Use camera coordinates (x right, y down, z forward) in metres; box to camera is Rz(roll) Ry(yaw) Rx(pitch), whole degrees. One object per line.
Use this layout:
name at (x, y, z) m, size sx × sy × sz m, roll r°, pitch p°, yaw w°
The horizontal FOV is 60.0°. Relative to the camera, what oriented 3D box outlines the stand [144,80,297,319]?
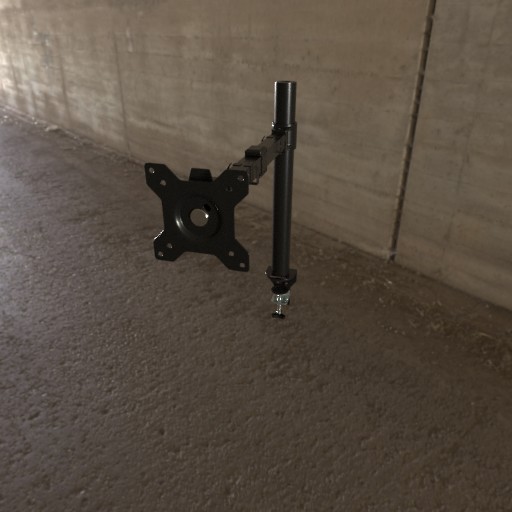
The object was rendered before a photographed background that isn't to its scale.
stand at (0.000, 0.000, 0.743) m, size 0.115 × 0.510 × 0.456 m, roll 7°, pitch 28°, yaw 14°
